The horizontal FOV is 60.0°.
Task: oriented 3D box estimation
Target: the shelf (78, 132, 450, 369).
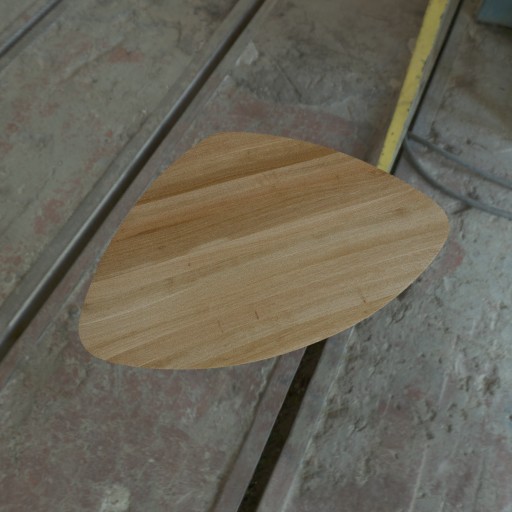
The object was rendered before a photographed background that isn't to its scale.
[{"bbox_3d":[0.000,0.000,1.674,1.240,0.439,0.863,-18,64,-9],"label":"shelf"}]
